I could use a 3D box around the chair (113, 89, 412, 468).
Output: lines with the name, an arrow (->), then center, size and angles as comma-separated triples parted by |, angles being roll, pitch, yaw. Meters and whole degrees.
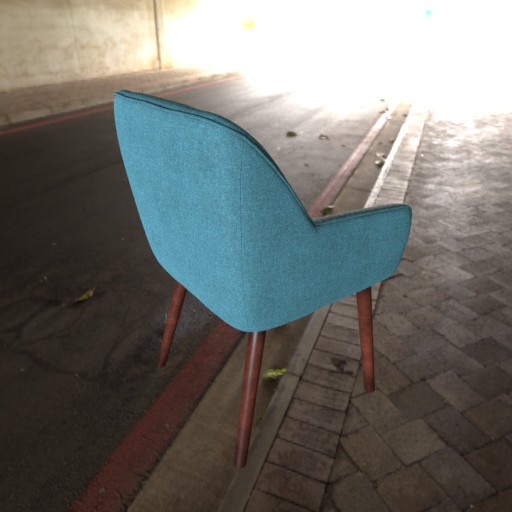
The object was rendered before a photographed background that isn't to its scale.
chair -> 0.000, 0.000, 1.129 | 0.519, 0.803, 0.543 | -19, 33, -32
